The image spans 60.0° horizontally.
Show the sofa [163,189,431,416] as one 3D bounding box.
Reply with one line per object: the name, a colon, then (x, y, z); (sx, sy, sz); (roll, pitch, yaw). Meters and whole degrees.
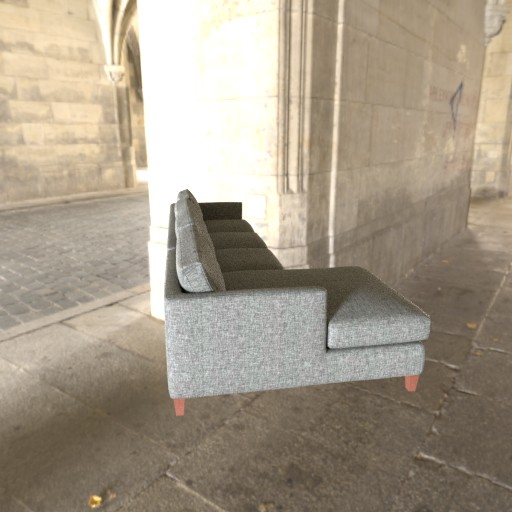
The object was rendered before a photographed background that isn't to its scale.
sofa: (0.000, 0.000, 4.195); (1.635, 0.960, 3.485); (-3, 16, -10)
